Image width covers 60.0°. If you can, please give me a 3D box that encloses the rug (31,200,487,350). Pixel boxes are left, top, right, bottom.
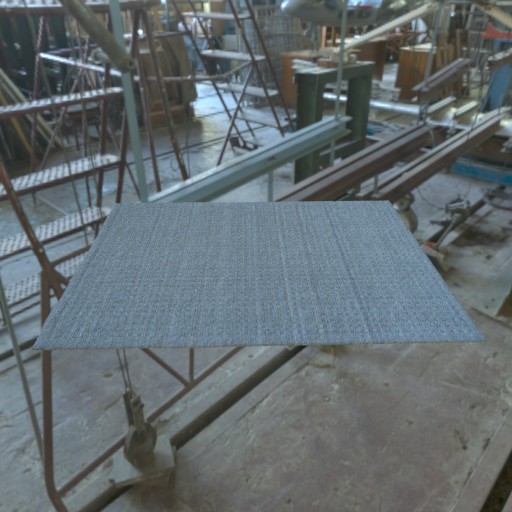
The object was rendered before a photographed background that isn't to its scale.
[{"bbox_3d":[0.000,0.000,4.127,3.200,0.007,2.443,-1,31,-1],"label":"rug"}]
